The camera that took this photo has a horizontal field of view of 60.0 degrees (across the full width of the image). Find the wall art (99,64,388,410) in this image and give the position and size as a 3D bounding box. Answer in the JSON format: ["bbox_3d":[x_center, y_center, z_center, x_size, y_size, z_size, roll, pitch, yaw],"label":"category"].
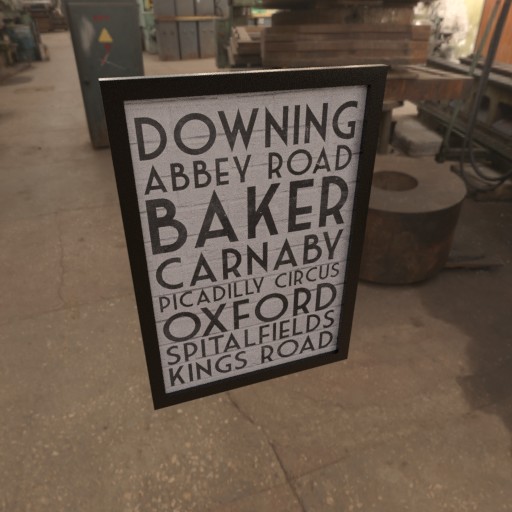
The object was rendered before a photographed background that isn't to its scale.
[{"bbox_3d":[0.000,0.000,0.846,0.462,0.656,0.019,-10,32,-17],"label":"wall art"}]
